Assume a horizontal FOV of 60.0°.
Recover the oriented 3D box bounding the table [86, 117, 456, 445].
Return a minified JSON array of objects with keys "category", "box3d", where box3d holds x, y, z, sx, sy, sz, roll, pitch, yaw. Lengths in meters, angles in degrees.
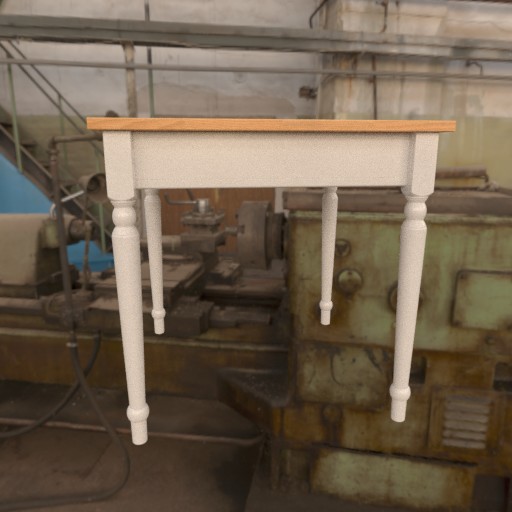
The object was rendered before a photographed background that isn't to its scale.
[{"category":"table","box3d":[0.000,0.000,1.327,0.747,0.738,0.747,-2,14,-8]}]
